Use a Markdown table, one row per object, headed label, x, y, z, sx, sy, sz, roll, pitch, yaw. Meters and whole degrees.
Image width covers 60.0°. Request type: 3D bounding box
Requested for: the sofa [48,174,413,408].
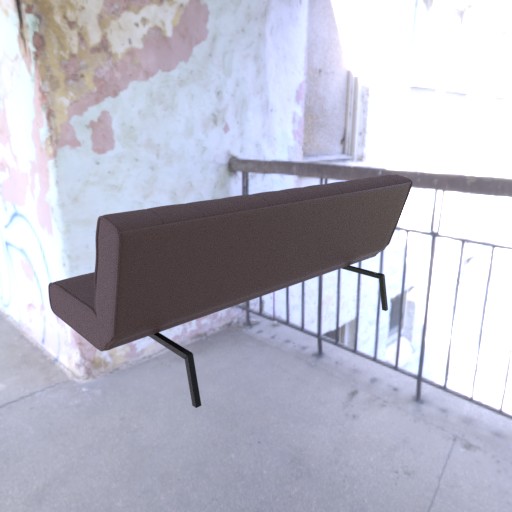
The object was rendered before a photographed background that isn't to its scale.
| label | x | y | z | sx | sy | sz | roll | pitch | yaw |
| --- | --- | --- | --- | --- | --- | --- | --- | --- | --- |
| sofa | 0.000 | 0.000 | 2.144 | 1.703 | 0.699 | 0.747 | -15 | 22 | -41 |
